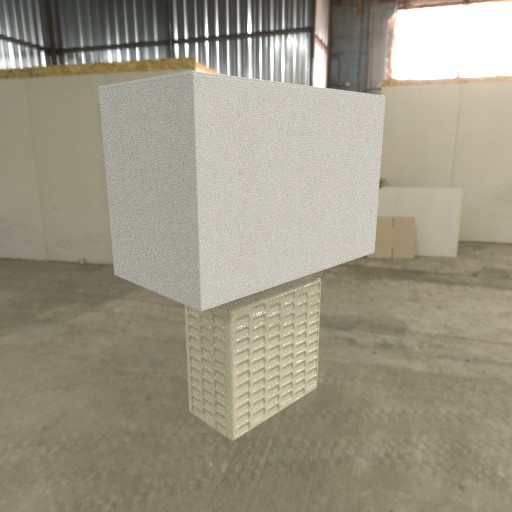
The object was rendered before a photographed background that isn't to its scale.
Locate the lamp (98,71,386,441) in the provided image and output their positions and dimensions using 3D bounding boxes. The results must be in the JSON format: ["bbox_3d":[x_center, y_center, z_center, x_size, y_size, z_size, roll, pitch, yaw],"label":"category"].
[{"bbox_3d":[0.000,0.000,0.699,0.200,0.515,0.380,14,21,43],"label":"lamp"}]
